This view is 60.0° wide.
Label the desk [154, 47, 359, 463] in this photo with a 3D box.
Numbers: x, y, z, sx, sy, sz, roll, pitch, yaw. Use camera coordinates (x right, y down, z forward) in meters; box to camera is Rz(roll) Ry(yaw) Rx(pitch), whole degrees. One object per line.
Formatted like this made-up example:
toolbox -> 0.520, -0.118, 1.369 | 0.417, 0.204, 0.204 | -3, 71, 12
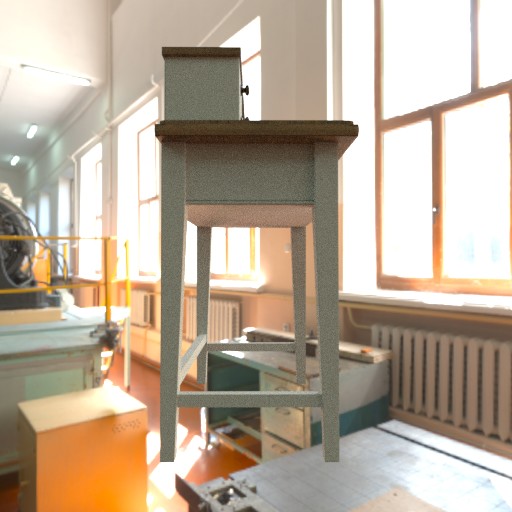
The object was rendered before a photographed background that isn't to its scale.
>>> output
desk -> 0.000, 0.000, 1.403 | 0.462, 0.981, 0.814 | 0, -1, 0
